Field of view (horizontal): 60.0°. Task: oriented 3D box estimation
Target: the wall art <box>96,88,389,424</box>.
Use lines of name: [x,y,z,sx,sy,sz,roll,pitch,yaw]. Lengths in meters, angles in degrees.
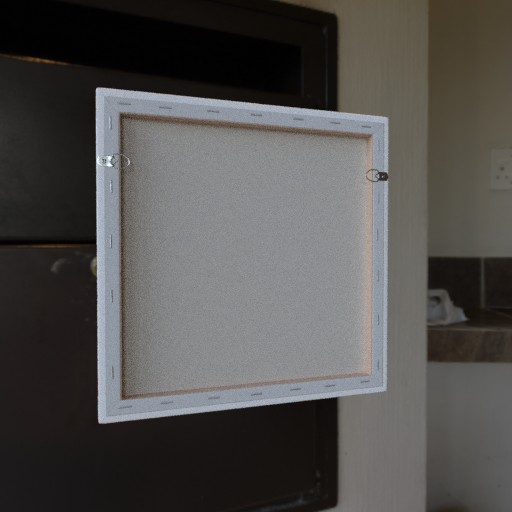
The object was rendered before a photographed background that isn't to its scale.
wall art: [0.000,0.000,1.352,0.912,0.914,0.039,0,1,-18]
